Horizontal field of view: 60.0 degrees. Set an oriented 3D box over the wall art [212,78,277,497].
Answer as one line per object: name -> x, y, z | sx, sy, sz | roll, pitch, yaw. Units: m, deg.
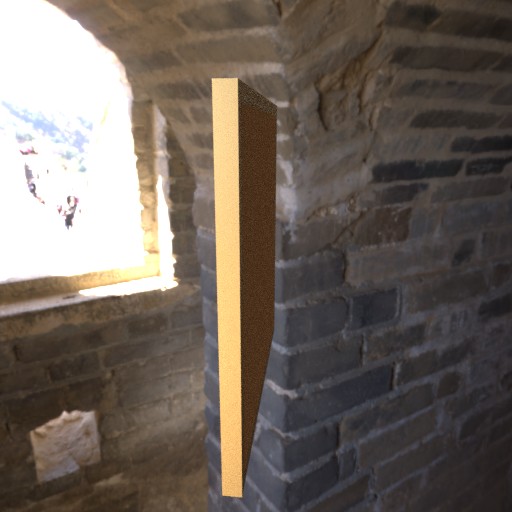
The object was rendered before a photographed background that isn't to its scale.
wall art -> 0.000, 0.000, 2.846 | 0.099, 1.926, 1.926 | 2, 16, 7
